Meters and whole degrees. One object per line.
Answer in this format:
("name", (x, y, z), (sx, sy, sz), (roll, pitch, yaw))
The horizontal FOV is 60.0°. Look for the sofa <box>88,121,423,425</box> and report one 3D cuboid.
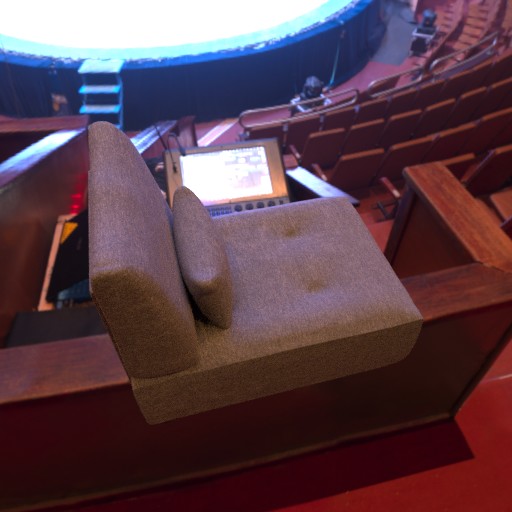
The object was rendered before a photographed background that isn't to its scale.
("sofa", (0.000, 0.000, 1.565), (1.000, 0.820, 0.700), (-11, 48, -10))
